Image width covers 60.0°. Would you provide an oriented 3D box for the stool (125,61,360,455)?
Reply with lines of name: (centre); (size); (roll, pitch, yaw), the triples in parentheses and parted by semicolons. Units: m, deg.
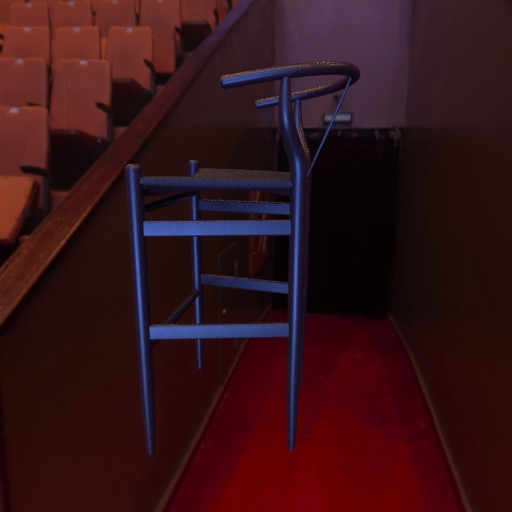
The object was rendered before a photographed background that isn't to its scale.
stool: (0.000, 0.000, 1.381); (0.579, 1.072, 0.569); (2, 13, 8)
